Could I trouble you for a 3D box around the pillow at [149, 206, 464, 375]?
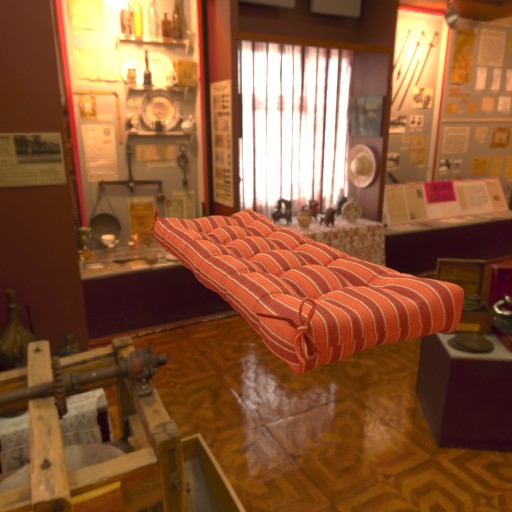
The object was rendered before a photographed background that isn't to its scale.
[{"bbox_3d":[0.000,0.000,1.377,0.511,0.174,1.194,-8,18,-25],"label":"pillow"}]
